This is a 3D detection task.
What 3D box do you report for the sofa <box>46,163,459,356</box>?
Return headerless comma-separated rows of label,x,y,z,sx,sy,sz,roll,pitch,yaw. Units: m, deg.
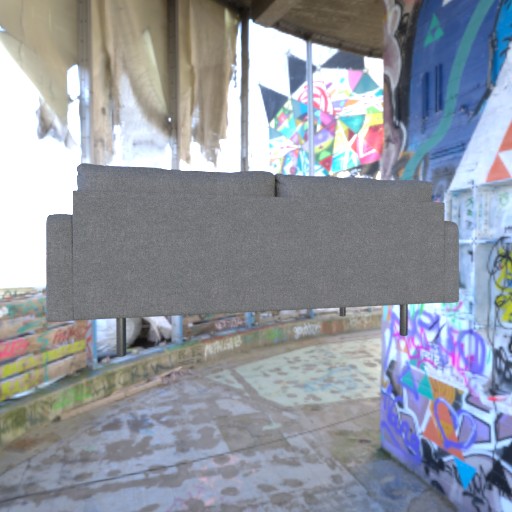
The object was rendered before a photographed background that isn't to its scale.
sofa,0.000,0.000,2.559,2.100,0.880,0.880,0,2,-18
